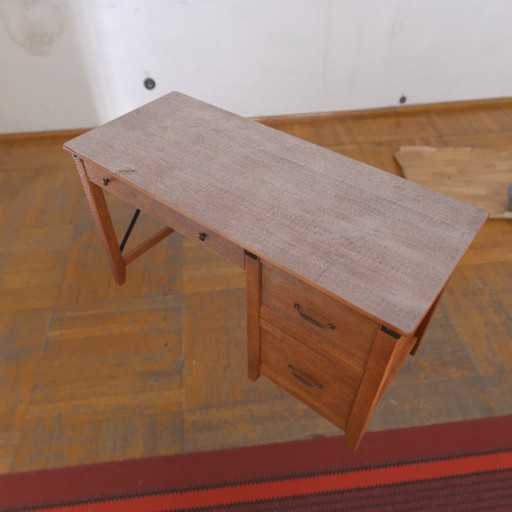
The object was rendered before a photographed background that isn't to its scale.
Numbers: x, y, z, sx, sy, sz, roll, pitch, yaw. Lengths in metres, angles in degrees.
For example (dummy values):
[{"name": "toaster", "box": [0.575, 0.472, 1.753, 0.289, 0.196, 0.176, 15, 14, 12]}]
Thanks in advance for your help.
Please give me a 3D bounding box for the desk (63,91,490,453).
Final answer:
[{"name": "desk", "box": [0.000, 0.000, 1.735, 1.353, 0.756, 0.574, 29, 52, 26]}]
